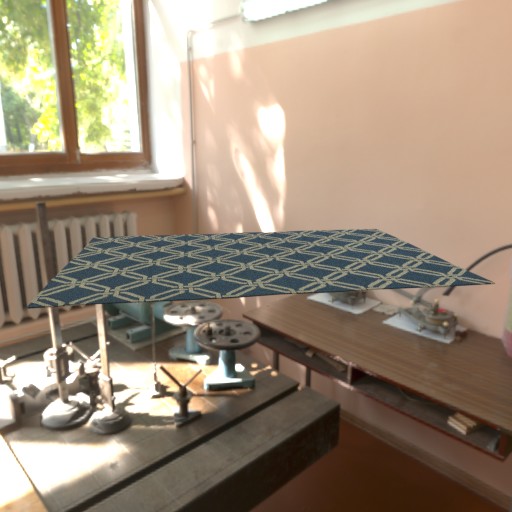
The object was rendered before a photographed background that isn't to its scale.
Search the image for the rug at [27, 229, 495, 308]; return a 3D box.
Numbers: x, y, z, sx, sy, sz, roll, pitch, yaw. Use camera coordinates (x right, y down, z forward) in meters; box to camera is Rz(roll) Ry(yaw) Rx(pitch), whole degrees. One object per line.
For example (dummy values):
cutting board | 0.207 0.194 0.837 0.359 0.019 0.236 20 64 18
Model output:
rug | 0.000 0.000 2.166 1.755 0.010 1.153 -2 15 -9
